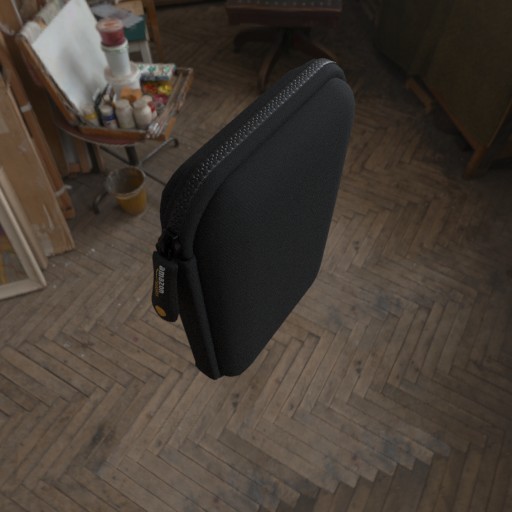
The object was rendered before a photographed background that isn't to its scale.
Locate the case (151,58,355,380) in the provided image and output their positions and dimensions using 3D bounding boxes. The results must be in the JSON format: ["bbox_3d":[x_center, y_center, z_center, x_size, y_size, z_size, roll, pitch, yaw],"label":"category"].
[{"bbox_3d":[0.000,0.000,0.194,0.030,0.147,0.107,31,62,19],"label":"case"}]
